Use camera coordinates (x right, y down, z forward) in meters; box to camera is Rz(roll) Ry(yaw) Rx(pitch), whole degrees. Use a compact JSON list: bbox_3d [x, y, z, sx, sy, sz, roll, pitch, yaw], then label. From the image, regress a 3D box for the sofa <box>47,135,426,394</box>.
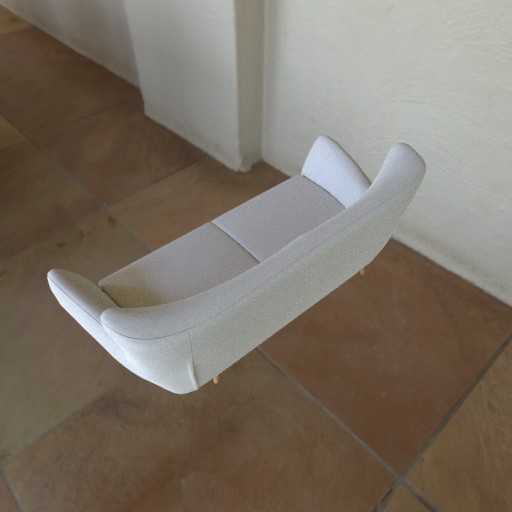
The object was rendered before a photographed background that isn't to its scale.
[{"bbox_3d":[0.000,0.000,2.433,1.930,0.890,0.899,-32,54,-26],"label":"sofa"}]
